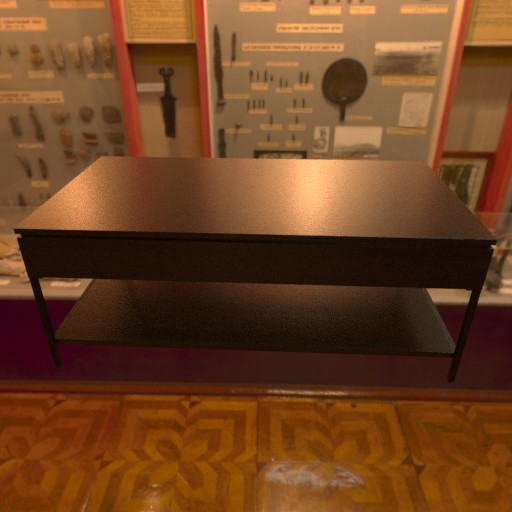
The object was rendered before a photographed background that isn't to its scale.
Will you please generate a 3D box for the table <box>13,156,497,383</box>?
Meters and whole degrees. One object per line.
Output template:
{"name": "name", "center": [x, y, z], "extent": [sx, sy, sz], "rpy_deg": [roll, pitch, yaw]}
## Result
{"name": "table", "center": [0.000, 0.000, 1.356], "extent": [1.095, 0.435, 0.574], "rpy_deg": [1, 29, 3]}
